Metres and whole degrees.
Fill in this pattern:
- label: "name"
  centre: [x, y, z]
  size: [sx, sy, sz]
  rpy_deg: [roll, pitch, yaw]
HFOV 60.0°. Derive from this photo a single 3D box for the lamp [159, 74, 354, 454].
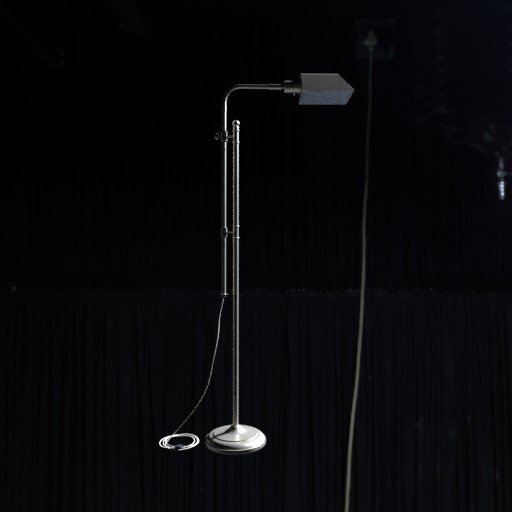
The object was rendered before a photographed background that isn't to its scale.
- label: "lamp"
  centre: [0.000, 0.000, 1.894]
  size: [0.813, 1.571, 0.256]
  rpy_deg: [0, -1, -1]
